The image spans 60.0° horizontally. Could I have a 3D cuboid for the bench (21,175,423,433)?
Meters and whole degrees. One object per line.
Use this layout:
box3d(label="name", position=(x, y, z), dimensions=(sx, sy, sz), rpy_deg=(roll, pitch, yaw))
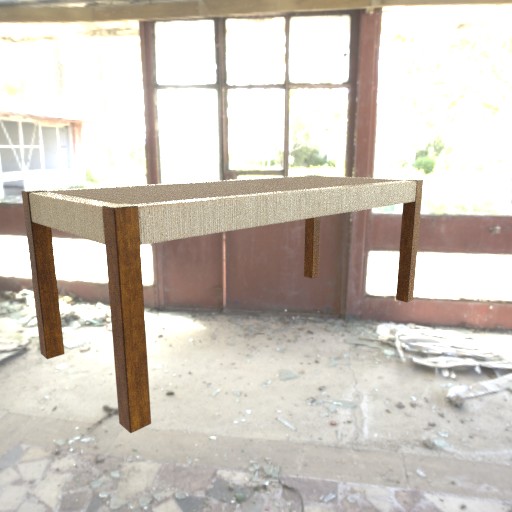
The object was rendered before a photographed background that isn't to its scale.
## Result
box3d(label="bench", position=(0.000, 0.000, 1.426), dimensions=(1.198, 0.457, 0.507), rpy_deg=(-12, 18, -43))
